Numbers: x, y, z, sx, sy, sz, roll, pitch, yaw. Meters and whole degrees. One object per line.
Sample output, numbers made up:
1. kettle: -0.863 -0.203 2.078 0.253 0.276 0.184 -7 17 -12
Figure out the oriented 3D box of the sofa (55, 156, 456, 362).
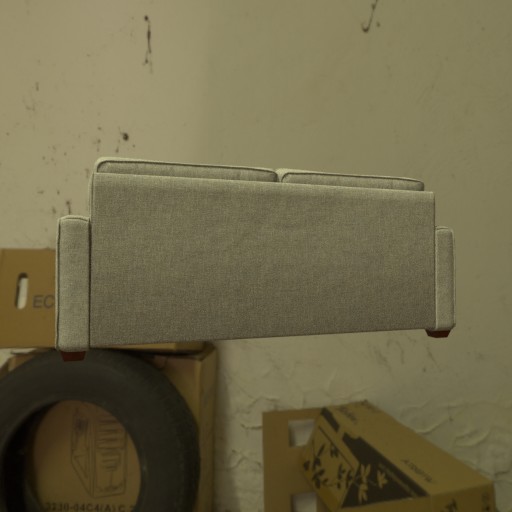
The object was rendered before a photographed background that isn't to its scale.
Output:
1. sofa: 0.000 0.000 2.598 2.078 0.918 0.945 0 -1 -18
